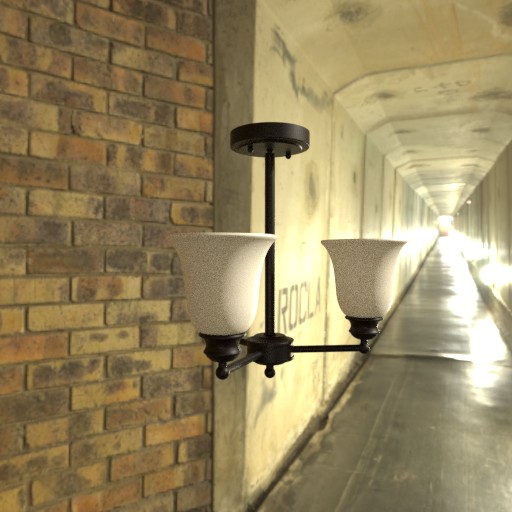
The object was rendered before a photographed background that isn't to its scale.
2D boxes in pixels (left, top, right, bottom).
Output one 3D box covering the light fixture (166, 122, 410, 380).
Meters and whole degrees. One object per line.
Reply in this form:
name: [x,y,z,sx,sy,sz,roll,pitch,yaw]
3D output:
light fixture: [0.000,0.000,0.702,0.388,0.370,0.354,0,0,-35]
